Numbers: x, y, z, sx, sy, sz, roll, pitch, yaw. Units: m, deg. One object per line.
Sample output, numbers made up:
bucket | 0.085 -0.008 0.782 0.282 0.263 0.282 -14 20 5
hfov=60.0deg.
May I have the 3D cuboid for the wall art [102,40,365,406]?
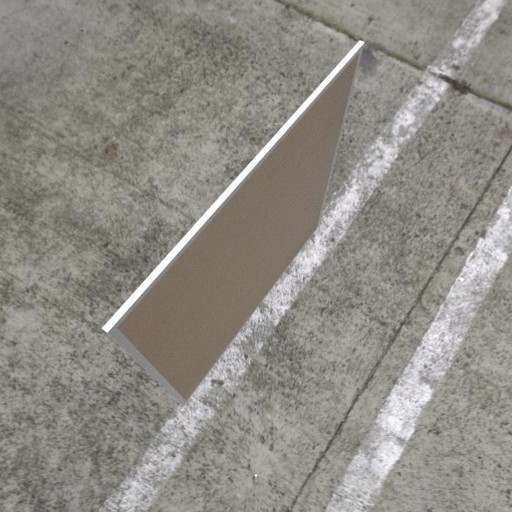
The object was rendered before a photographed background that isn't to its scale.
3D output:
wall art | 0.000 0.000 0.674 0.007 0.456 0.456 33 68 15
